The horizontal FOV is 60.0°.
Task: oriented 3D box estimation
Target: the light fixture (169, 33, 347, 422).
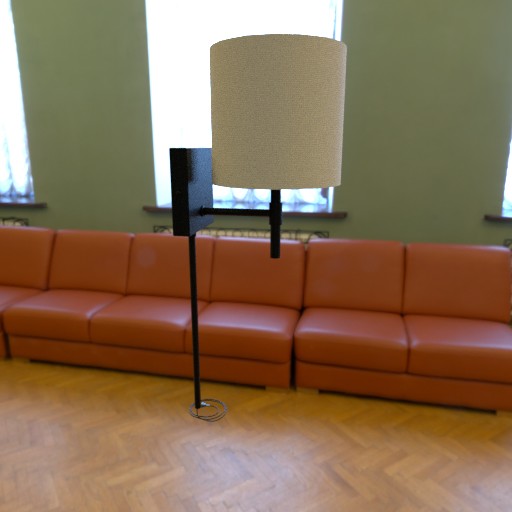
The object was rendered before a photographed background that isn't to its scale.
[{"bbox_3d":[0.000,0.000,0.689,0.248,0.589,0.188,3,14,11],"label":"light fixture"}]
